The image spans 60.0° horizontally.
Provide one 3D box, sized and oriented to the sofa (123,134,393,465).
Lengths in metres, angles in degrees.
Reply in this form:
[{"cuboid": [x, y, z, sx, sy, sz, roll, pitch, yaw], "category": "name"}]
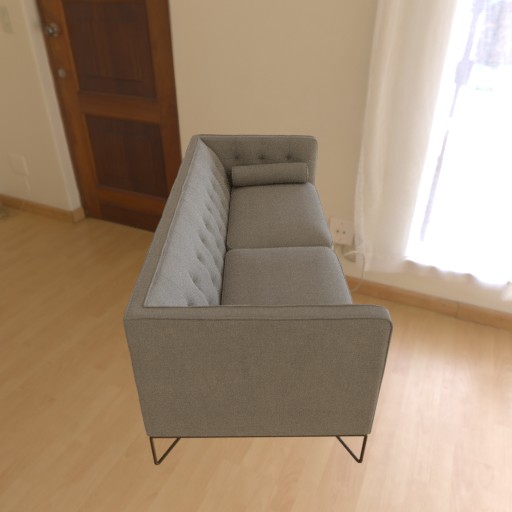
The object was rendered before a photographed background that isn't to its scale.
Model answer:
[{"cuboid": [0.000, 0.000, 2.519, 0.912, 0.798, 2.079, 0, 32, -1], "category": "sofa"}]
